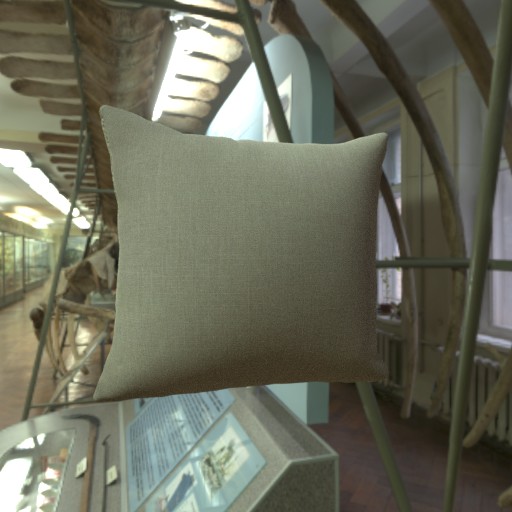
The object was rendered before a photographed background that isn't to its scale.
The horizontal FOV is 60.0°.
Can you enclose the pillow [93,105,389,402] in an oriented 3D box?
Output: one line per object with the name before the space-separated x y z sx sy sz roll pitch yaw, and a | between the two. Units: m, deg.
pillow | 0.000 0.000 0.790 0.546 0.487 0.180 0 0 -17
